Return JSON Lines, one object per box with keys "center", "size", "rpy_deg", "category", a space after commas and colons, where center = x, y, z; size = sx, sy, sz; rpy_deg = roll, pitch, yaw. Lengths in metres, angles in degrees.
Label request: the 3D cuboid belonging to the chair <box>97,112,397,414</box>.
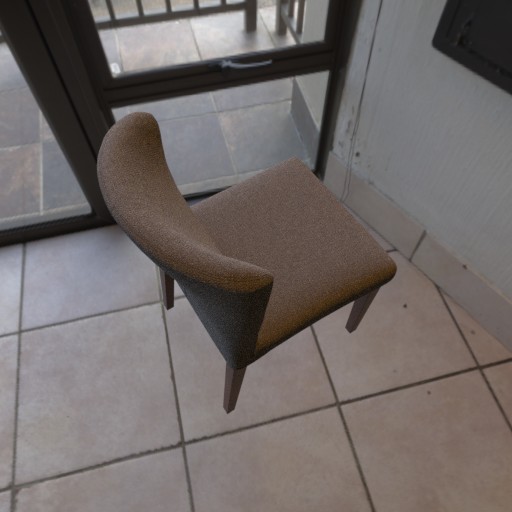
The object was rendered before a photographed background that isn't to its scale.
{"center": [0.000, 0.000, 1.180], "size": [0.589, 0.839, 0.491], "rpy_deg": [-28, 63, -16], "category": "chair"}
